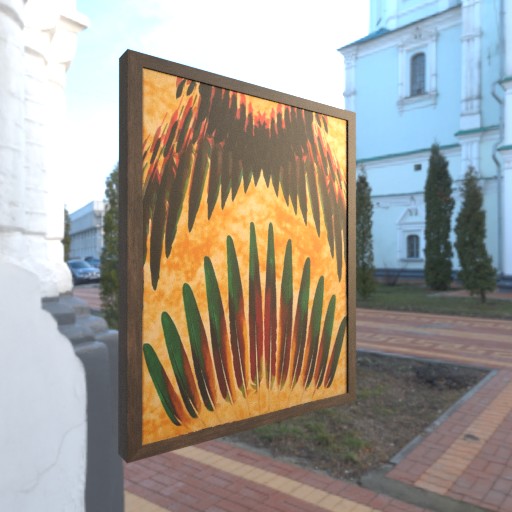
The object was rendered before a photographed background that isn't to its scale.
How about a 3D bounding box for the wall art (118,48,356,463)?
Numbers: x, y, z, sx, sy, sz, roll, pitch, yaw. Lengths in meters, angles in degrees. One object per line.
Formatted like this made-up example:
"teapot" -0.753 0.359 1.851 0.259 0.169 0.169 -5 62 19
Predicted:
"wall art" 0.000 0.000 0.540 0.329 0.406 0.027 0 0 -36
